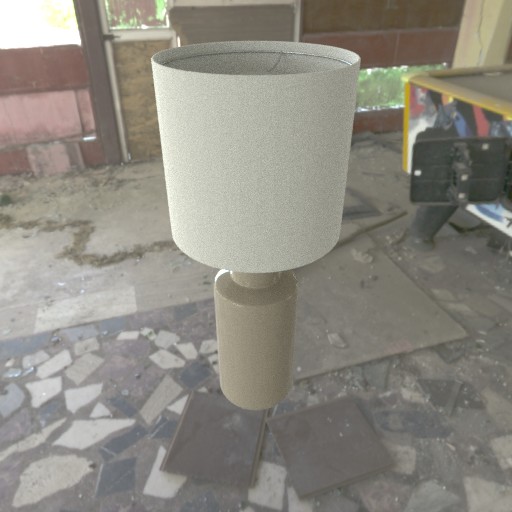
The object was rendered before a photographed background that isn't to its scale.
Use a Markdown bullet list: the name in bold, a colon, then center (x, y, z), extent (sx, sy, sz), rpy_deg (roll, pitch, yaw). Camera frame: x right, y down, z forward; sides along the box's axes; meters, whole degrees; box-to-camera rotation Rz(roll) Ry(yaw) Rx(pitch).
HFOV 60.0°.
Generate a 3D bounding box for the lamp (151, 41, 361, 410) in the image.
- **lamp**: center (0.000, 0.000, 0.590), extent (0.212, 0.493, 0.212), rpy_deg (10, 34, 15)
